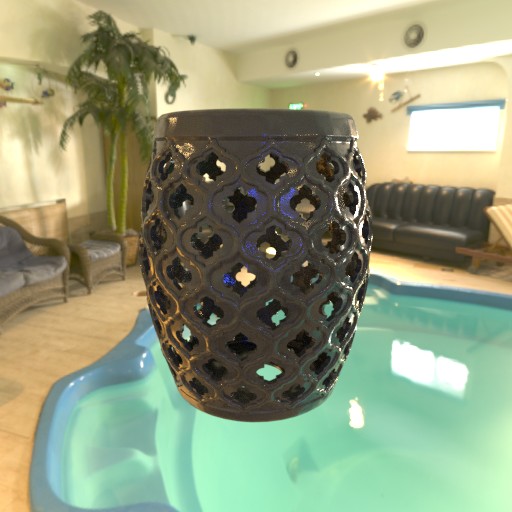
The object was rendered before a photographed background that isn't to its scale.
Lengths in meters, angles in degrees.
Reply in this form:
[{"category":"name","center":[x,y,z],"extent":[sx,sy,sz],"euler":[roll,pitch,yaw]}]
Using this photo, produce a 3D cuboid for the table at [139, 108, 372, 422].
[{"category":"table","center":[0.000,0.000,0.643],"extent":[0.325,0.388,0.325],"euler":[0,14,0]}]
